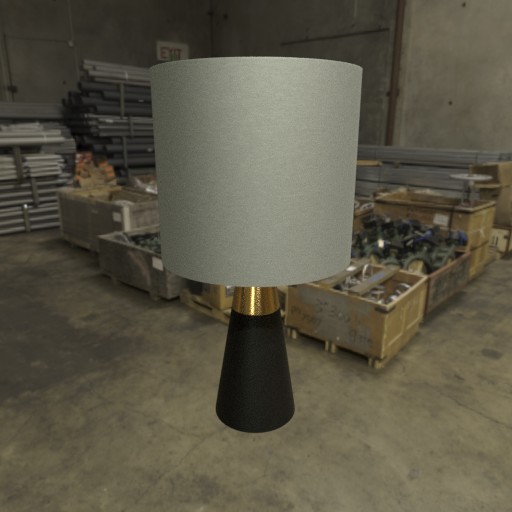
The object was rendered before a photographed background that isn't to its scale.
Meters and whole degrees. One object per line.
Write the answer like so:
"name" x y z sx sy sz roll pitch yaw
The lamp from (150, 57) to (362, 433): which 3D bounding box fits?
"lamp" 0.000 0.000 0.738 0.308 0.580 0.308 15 22 42
